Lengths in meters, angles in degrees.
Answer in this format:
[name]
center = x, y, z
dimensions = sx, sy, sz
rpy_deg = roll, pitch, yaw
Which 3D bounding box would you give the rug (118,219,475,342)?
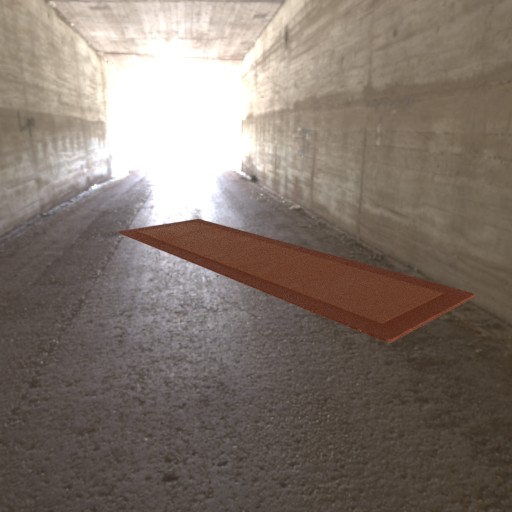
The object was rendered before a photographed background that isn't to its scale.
[rug]
center = 0.000, 0.000, 2.813
dimensions = 0.914, 0.013, 2.471
rpy_deg = -16, 23, -42
